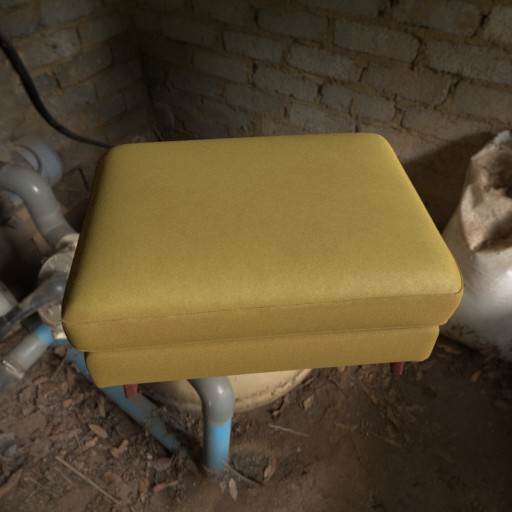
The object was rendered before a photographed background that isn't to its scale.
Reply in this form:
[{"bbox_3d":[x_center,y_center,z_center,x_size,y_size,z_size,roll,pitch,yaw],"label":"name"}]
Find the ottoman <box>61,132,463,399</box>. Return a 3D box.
[{"bbox_3d":[0.000,0.000,1.146,0.811,0.449,0.608,-4,46,-4],"label":"ottoman"}]
